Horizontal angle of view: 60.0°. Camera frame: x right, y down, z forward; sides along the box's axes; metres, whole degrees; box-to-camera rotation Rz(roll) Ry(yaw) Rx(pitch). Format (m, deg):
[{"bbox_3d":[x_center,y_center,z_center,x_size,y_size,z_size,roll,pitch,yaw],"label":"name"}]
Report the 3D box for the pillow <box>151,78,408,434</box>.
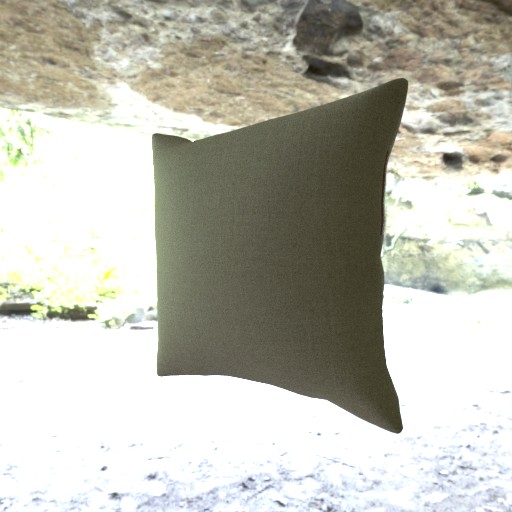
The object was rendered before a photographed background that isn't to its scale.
[{"bbox_3d":[0.000,0.000,0.613,0.414,0.399,0.173,0,1,36],"label":"pillow"}]
